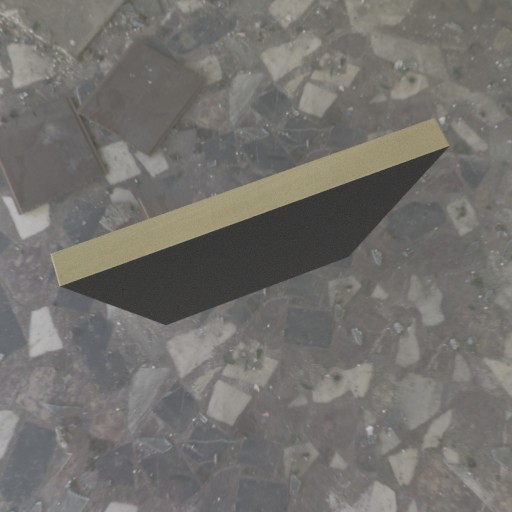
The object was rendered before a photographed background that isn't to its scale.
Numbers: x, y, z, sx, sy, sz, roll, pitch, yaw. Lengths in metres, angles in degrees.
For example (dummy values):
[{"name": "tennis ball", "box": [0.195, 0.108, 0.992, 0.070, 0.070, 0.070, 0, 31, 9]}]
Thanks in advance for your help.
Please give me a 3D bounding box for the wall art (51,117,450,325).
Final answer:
[{"name": "wall art", "box": [0.000, 0.000, 0.820, 0.489, 0.608, 0.040, -20, 78, -5]}]
